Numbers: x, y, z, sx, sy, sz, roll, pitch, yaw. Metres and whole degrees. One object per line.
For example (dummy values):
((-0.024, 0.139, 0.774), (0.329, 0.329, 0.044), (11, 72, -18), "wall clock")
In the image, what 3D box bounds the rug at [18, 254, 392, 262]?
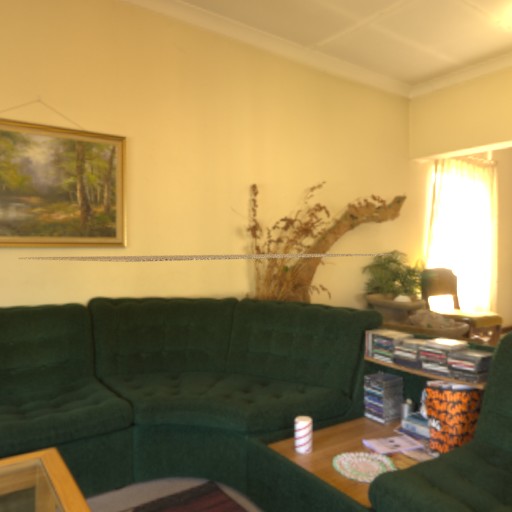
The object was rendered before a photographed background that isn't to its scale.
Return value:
((0.000, 0.000, 2.684), (0.783, 0.006, 2.438), (1, 1, 38), "rug")
